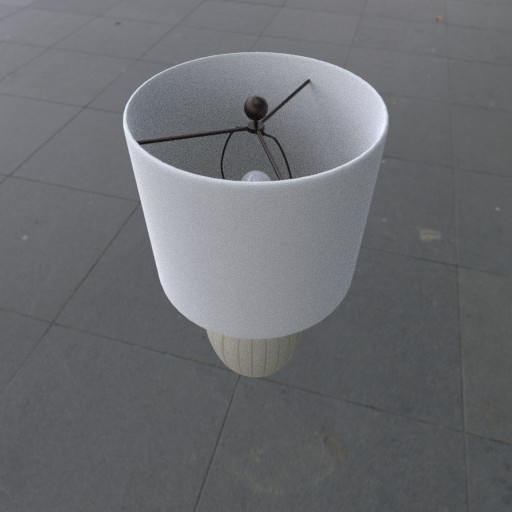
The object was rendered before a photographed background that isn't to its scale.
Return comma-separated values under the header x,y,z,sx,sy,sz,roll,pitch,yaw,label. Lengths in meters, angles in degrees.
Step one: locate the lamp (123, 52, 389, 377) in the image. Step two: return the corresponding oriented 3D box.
x,y,z,sx,sy,sz,roll,pitch,yaw,label
0.000,0.000,0.753,0.329,0.570,0.329,23,51,21,lamp
